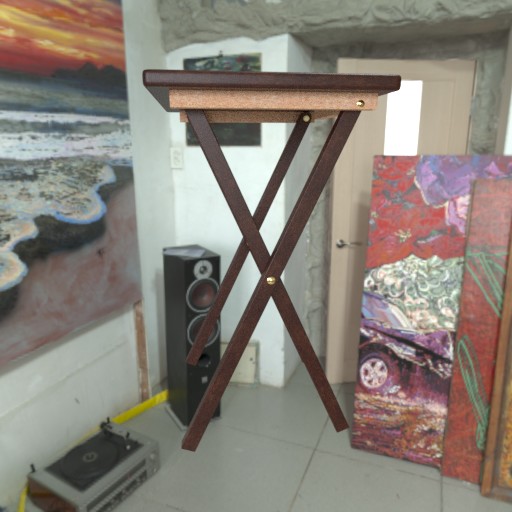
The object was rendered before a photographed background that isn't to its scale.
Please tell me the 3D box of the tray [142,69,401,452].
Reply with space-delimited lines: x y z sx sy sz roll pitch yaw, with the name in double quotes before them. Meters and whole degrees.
"tray" 0.000 0.000 0.945 0.381 0.660 0.483 -2 14 -7
